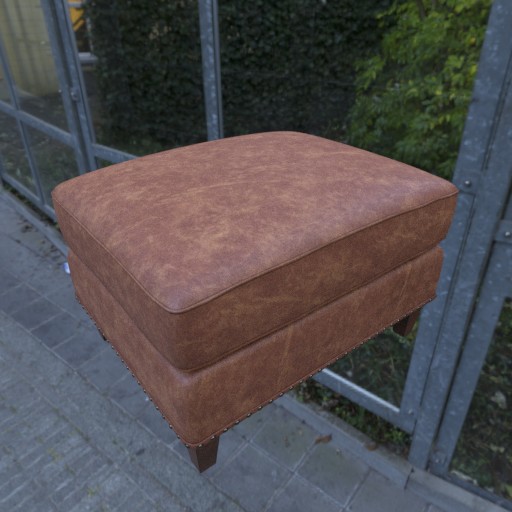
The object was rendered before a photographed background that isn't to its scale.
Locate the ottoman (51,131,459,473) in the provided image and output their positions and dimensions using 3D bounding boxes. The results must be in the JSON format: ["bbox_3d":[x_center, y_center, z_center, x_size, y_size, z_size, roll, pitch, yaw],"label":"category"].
[{"bbox_3d":[0.000,0.000,1.076,0.742,0.486,0.586,-22,37,-32],"label":"ottoman"}]
